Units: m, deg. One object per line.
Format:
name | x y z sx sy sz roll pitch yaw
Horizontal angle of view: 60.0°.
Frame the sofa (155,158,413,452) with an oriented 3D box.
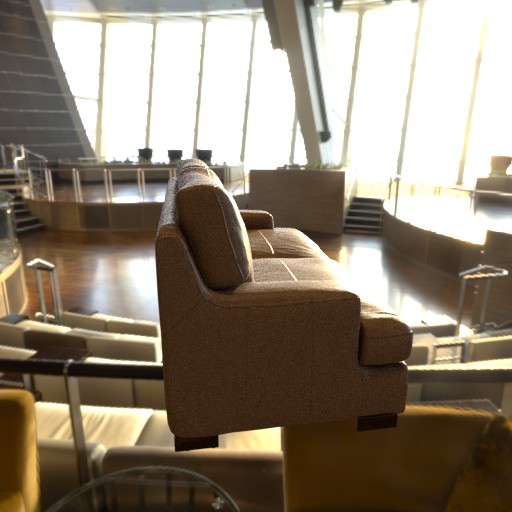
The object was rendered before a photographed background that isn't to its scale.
sofa | 0.000 0.000 2.428 0.962 0.980 1.855 -3 16 -9
